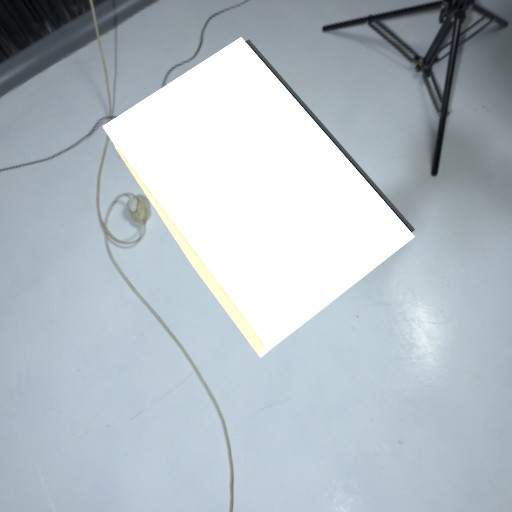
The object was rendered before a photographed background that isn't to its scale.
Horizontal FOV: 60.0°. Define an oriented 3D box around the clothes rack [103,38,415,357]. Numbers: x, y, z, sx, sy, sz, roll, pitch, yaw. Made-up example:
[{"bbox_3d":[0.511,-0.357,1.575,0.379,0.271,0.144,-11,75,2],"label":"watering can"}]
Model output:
[{"bbox_3d":[0.000,0.000,1.364,0.330,1.187,0.500,-36,79,-8],"label":"clothes rack"}]
